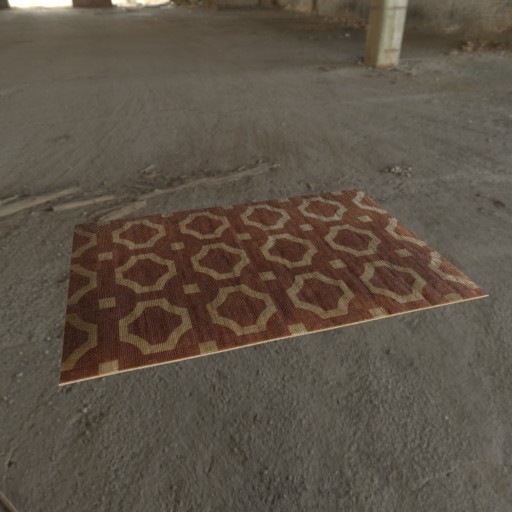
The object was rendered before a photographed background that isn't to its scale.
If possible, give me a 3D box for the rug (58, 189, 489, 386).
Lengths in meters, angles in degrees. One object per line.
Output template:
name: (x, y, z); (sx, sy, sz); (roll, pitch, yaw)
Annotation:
rug: (0.000, 0.000, 2.860); (2.286, 0.016, 1.555); (-9, 33, -14)
